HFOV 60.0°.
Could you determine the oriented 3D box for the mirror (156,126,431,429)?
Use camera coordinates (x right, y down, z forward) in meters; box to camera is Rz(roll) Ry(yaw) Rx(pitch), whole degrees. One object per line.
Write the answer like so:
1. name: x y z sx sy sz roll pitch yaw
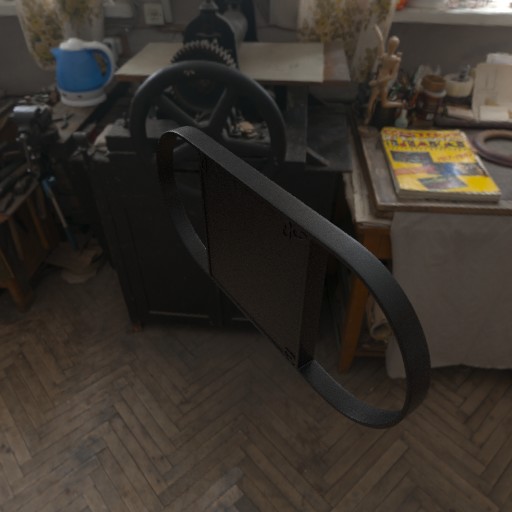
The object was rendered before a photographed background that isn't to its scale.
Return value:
1. mirror: 0.000 0.000 0.646 0.032 0.254 0.584 -25 46 -26
